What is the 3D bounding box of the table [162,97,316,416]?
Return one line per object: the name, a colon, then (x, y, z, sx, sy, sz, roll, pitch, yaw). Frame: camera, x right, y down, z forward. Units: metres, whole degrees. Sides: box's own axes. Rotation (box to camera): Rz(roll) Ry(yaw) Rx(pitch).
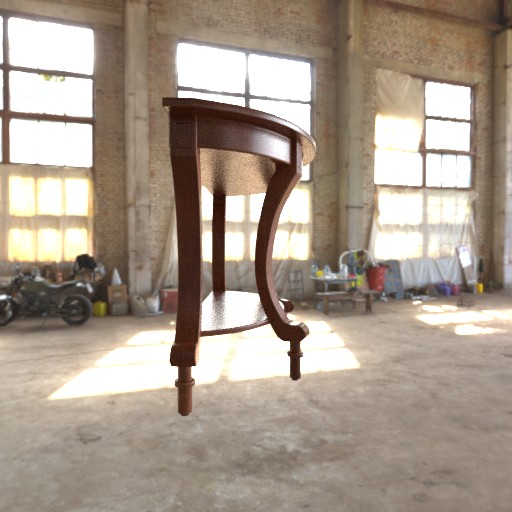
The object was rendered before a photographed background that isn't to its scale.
table: (0.000, 0.000, 1.533, 0.394, 0.699, 1.198, 0, 2, 0)
